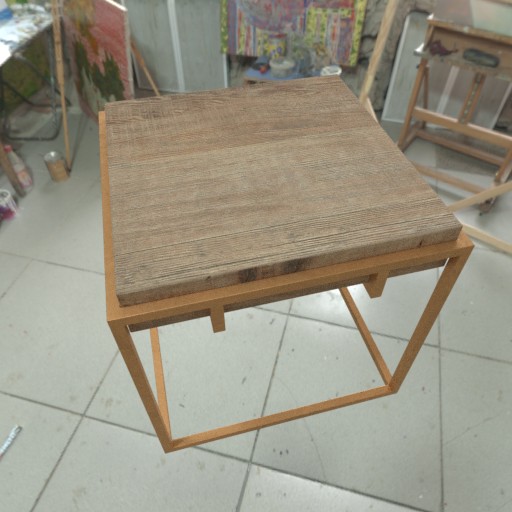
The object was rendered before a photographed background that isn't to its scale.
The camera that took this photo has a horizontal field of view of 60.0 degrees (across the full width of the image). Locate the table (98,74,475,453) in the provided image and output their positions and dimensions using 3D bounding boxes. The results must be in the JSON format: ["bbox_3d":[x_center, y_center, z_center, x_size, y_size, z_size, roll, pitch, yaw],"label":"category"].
[{"bbox_3d":[0.000,0.000,1.076,0.599,0.584,0.599,-11,49,-10],"label":"table"}]
